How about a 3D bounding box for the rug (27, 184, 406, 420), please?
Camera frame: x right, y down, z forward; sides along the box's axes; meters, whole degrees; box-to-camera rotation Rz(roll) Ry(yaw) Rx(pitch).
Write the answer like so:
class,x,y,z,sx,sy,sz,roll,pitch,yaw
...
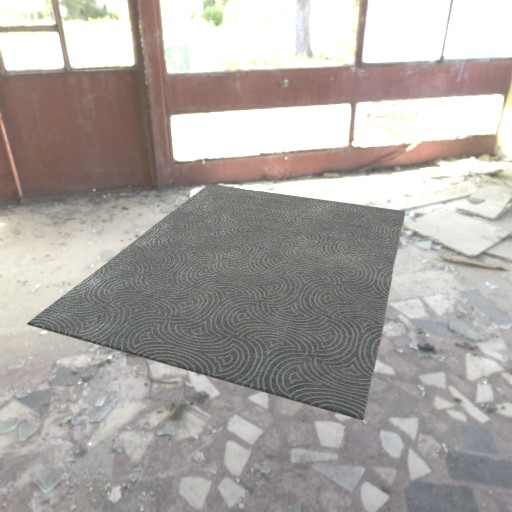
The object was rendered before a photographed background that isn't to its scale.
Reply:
class,x,y,z,sx,sy,sz,roll,pitch,yaw
rug,0.000,0.000,4.104,2.456,0.021,3.042,11,32,18
